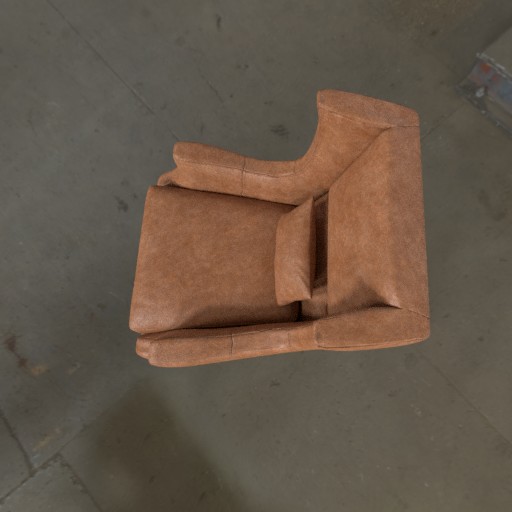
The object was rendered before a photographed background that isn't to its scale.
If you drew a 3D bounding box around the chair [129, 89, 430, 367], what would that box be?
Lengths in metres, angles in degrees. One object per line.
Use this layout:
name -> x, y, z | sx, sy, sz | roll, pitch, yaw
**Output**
chair -> 0.000, 0.000, 1.673 | 0.926, 1.016, 0.853 | 3, 73, 1
